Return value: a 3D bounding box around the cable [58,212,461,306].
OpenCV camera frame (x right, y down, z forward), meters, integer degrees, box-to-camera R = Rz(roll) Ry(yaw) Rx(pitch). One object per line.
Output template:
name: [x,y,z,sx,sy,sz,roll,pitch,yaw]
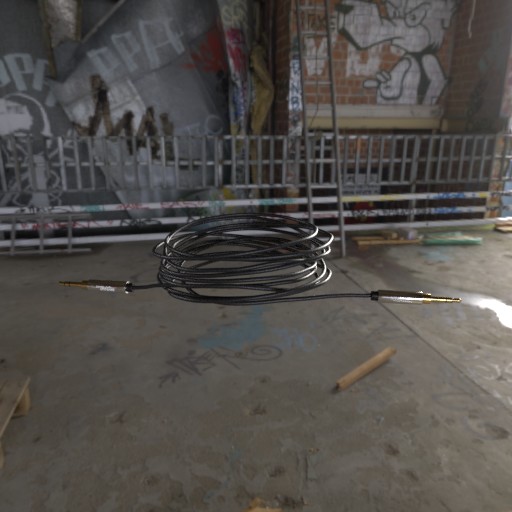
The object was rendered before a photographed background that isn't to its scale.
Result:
cable: [0.000,0.000,0.508,0.432,0.069,0.198,3,17,8]
